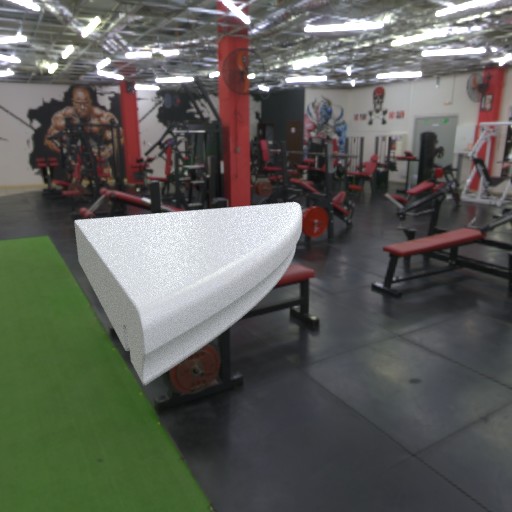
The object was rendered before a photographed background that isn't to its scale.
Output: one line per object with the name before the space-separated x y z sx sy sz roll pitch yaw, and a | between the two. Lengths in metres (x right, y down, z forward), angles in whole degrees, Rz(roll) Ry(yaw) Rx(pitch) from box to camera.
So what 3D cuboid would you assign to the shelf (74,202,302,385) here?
shelf | 0.000 0.000 0.455 0.310 0.050 0.310 -8 18 -27
